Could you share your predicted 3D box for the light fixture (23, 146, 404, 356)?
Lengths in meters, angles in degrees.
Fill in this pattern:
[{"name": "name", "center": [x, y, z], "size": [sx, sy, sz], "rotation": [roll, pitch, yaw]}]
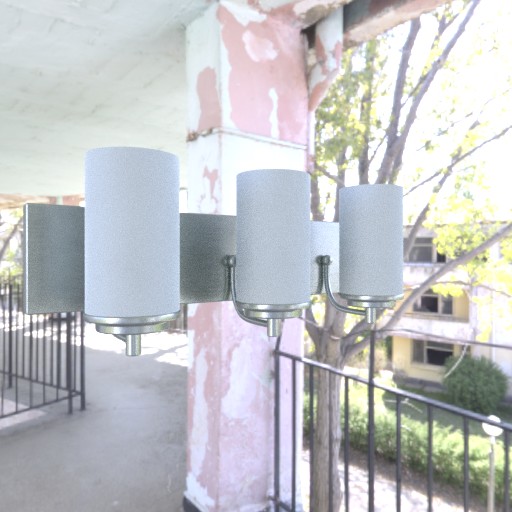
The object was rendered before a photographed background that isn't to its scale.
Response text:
[{"name": "light fixture", "center": [0.000, 0.000, 0.502], "size": [0.451, 0.172, 0.145], "rotation": [0, 0, -36]}]
